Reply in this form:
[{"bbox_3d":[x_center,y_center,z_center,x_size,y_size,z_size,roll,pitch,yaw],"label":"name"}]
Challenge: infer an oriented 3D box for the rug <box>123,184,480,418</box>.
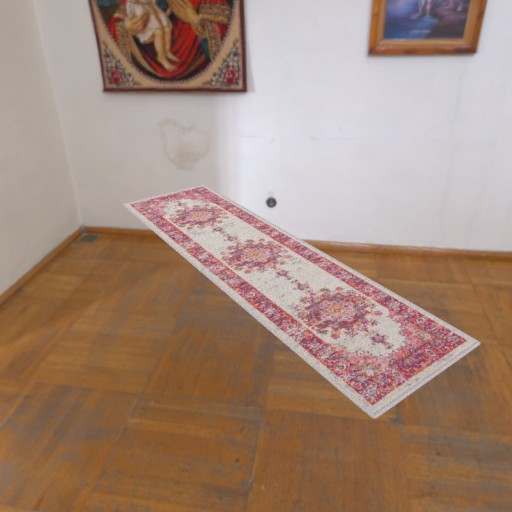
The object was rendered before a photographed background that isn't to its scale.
[{"bbox_3d":[0.000,0.000,2.487,0.666,0.011,2.294,-20,35,-31],"label":"rug"}]
